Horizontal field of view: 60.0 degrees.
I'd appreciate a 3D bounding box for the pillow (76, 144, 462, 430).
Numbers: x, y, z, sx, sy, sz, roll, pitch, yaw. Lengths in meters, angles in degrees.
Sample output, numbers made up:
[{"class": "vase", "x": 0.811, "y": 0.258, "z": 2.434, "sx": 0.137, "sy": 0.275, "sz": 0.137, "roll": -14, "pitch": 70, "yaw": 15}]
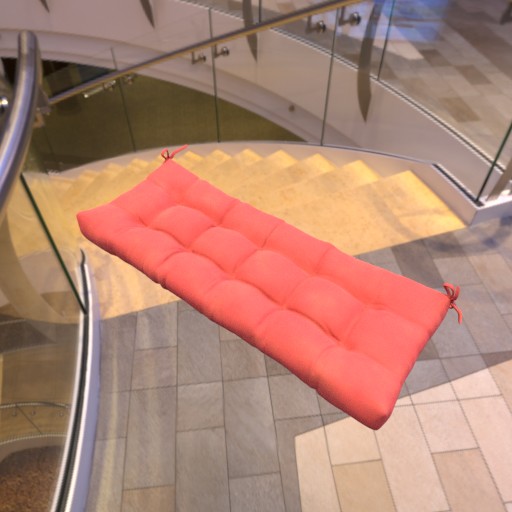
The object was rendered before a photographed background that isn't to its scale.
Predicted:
[{"class": "pillow", "x": 0.000, "y": 0.000, "z": 1.377, "sx": 1.194, "sy": 0.174, "sz": 0.511, "roll": 29, "pitch": 53, "yaw": 25}]
